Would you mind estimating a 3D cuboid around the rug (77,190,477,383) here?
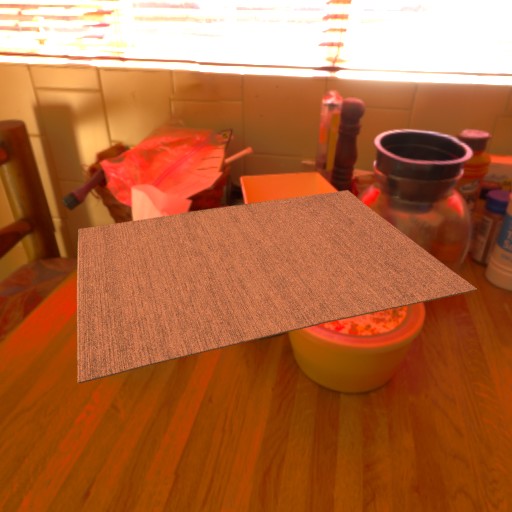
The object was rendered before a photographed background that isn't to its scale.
[{"bbox_3d":[0.000,0.000,3.062,2.338,0.030,1.616,-10,33,-16],"label":"rug"}]
